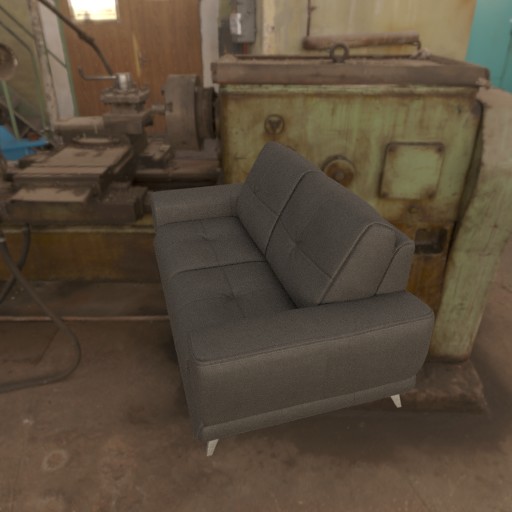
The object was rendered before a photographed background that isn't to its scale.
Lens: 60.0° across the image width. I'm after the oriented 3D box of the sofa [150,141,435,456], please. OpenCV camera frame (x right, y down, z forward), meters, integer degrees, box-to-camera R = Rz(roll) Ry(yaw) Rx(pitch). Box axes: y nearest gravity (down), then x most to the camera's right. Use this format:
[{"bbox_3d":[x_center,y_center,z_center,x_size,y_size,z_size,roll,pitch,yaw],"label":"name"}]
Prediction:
[{"bbox_3d":[0.000,0.000,2.434,1.018,0.907,1.806,-8,30,-15],"label":"sofa"}]
